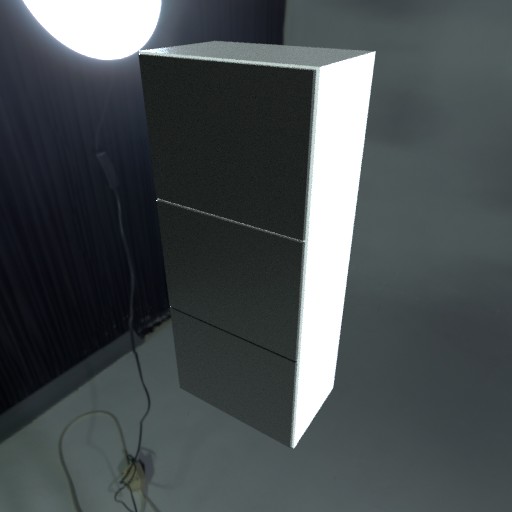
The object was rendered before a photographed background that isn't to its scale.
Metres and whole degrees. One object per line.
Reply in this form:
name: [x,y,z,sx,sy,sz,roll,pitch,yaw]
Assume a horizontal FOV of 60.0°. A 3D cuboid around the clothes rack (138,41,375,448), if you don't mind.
clothes rack: [0.000,0.000,1.409,0.500,1.187,0.330,18,35,28]
